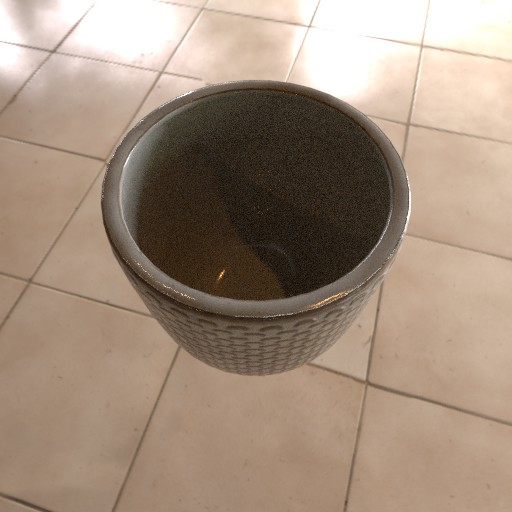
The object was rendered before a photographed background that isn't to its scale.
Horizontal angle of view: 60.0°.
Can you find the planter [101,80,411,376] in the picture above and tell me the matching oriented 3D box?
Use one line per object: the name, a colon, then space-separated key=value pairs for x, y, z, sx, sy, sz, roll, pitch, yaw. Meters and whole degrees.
planter: x=0.000 y=0.000 z=0.361 sx=0.197 sy=0.191 sz=0.197 roll=0 pitch=59 yaw=0
